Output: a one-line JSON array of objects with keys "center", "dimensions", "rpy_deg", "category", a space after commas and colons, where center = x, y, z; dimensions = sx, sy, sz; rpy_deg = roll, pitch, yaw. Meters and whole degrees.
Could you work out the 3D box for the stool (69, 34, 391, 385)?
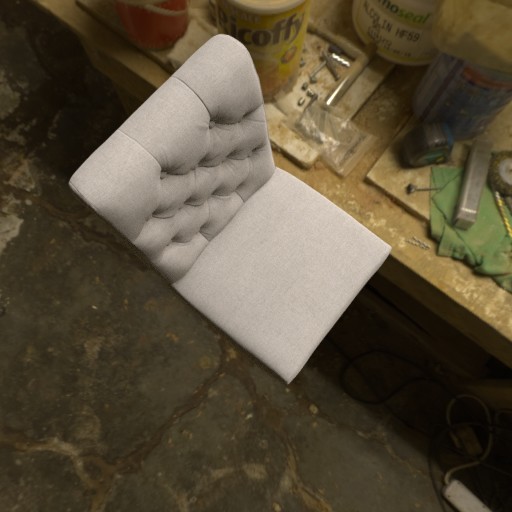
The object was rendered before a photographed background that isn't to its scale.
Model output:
[{"center": [0.000, 0.000, 1.326], "dimensions": [0.601, 1.040, 0.493], "rpy_deg": [38, 78, 9], "category": "stool"}]
